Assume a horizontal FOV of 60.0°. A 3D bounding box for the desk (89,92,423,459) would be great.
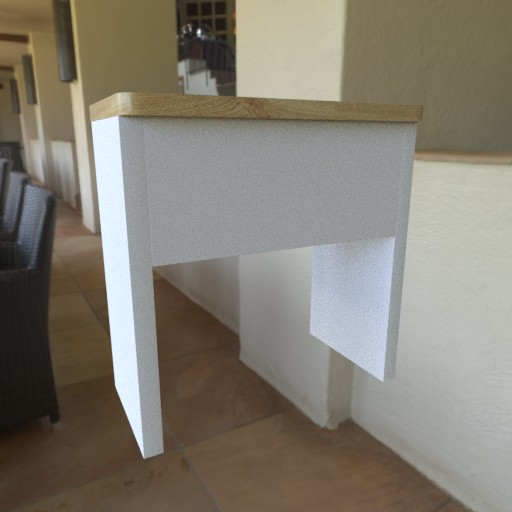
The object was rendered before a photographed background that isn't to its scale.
[{"bbox_3d":[0.000,0.000,1.231,0.760,0.790,0.440,-8,17,-26],"label":"desk"}]
